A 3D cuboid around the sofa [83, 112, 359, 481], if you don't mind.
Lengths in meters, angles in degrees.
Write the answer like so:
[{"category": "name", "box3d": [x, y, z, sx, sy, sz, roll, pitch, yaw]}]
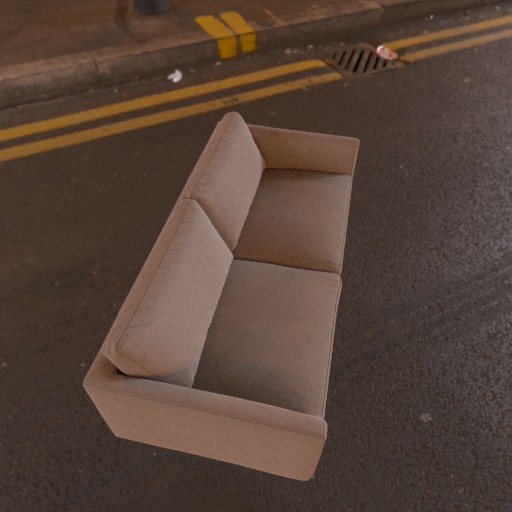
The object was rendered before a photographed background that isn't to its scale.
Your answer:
[{"category": "sofa", "box3d": [0.000, 0.000, 2.760, 1.090, 0.838, 2.588, 9, 48, 8]}]
